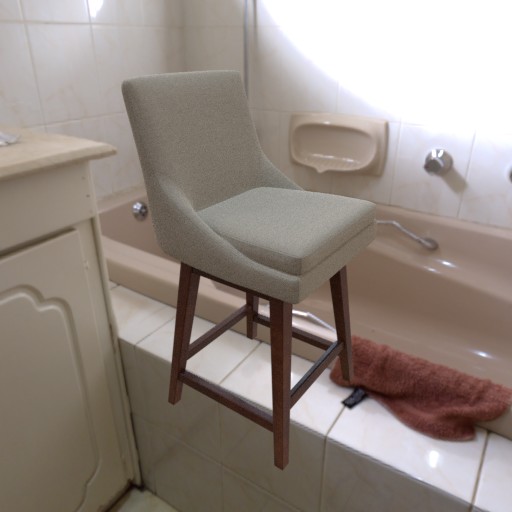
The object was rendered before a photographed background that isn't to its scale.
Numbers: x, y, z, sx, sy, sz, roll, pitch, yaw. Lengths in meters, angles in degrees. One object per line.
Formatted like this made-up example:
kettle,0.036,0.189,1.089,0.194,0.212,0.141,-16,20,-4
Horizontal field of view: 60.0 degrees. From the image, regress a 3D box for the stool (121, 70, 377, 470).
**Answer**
stool,0.000,0.000,1.313,0.559,0.991,0.469,17,31,32
